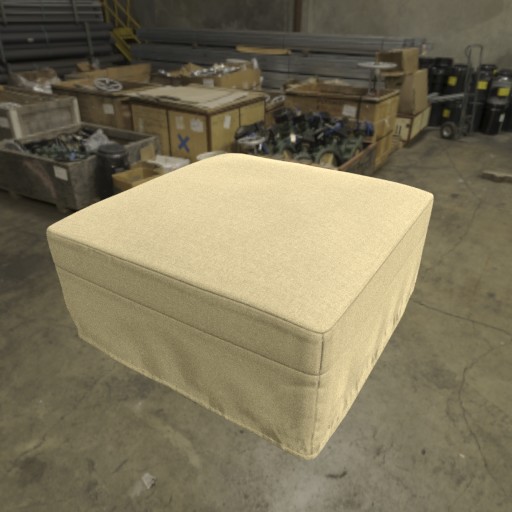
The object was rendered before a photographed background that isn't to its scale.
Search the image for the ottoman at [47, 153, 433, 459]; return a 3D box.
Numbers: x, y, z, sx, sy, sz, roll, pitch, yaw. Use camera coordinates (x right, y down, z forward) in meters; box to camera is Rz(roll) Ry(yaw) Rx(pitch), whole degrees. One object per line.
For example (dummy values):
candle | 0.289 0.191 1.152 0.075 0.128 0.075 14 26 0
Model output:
ottoman | 0.000 0.000 1.363 0.840 0.436 0.843 17 34 28
